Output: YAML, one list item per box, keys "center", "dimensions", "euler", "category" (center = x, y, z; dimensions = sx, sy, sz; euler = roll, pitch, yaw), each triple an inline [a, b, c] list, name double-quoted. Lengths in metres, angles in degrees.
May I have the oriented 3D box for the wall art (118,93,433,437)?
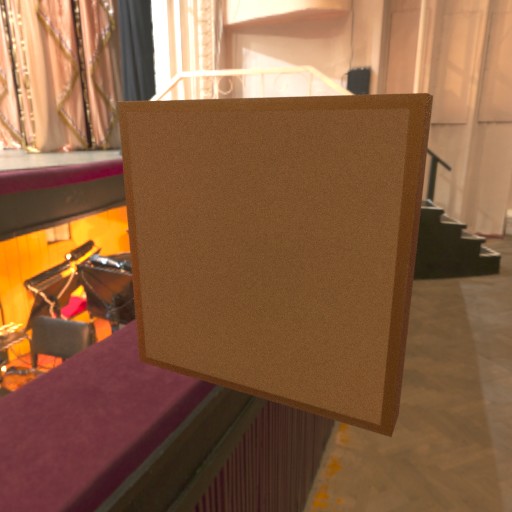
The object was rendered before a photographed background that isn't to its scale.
- center: [0.000, 0.000, 0.456]
  dimensions: [0.306, 0.305, 0.038]
  euler: [8, 19, 26]
  category: "wall art"
